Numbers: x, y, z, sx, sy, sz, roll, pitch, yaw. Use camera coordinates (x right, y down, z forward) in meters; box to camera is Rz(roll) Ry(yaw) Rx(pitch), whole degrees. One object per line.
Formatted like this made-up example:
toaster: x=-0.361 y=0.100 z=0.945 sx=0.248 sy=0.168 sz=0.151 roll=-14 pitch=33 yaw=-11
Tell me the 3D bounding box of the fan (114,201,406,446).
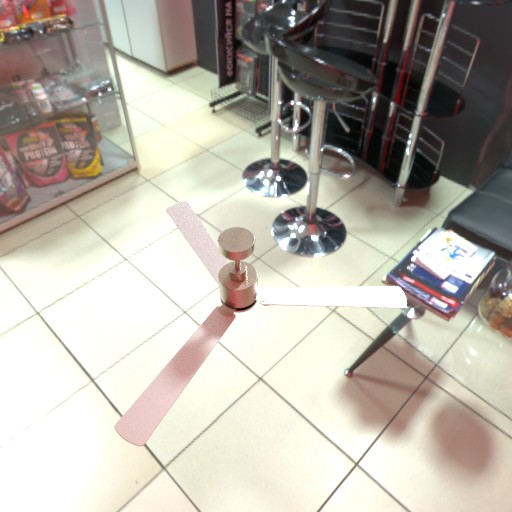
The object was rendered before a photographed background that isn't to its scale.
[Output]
fan: x=0.000 y=0.000 z=2.326 sx=1.531 sy=0.446 sz=1.561 roll=-9 pitch=46 yaw=-9
